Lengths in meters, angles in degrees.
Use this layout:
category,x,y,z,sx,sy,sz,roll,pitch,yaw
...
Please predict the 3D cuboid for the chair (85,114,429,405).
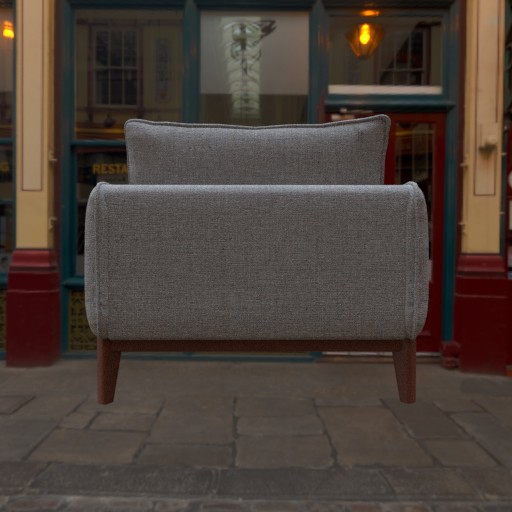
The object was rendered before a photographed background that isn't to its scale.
category,x,y,z,sx,sy,sz,roll,pitch,yaw
chair,0.000,0.000,1.686,0.993,0.839,0.976,0,0,0
